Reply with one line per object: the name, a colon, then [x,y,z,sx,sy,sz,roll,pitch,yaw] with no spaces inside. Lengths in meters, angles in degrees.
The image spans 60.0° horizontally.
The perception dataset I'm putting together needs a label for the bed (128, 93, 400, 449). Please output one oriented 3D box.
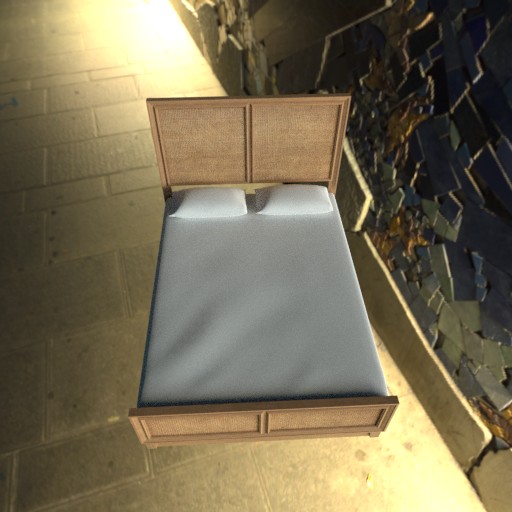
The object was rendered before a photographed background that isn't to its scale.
bed: [0.000,0.000,3.244,1.606,1.387,2.184,-2,46,-2]
